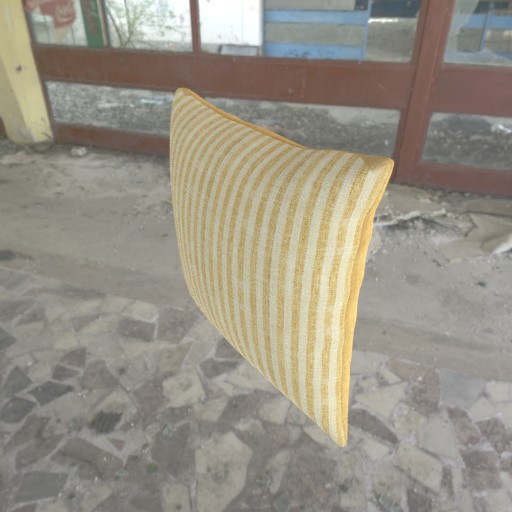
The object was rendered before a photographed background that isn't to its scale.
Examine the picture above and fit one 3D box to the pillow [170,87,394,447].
[{"bbox_3d":[0.000,0.000,0.646,0.173,0.407,0.419,-21,37,-30],"label":"pillow"}]
